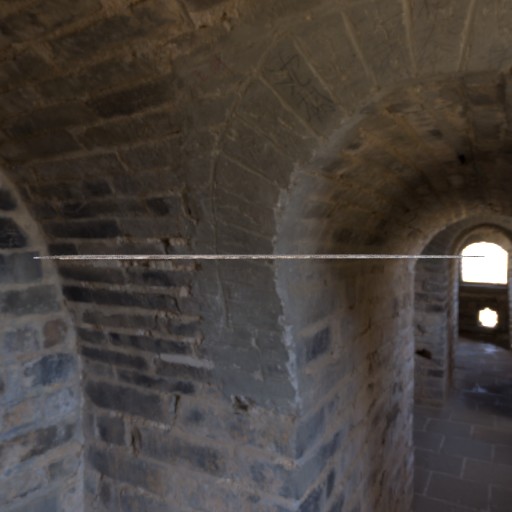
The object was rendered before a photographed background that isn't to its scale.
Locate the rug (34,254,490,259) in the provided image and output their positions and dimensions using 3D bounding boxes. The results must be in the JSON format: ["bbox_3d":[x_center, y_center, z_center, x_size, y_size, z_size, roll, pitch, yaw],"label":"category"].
[{"bbox_3d":[0.000,0.000,2.456,2.029,0.010,1.237,0,0,-17],"label":"rug"}]
